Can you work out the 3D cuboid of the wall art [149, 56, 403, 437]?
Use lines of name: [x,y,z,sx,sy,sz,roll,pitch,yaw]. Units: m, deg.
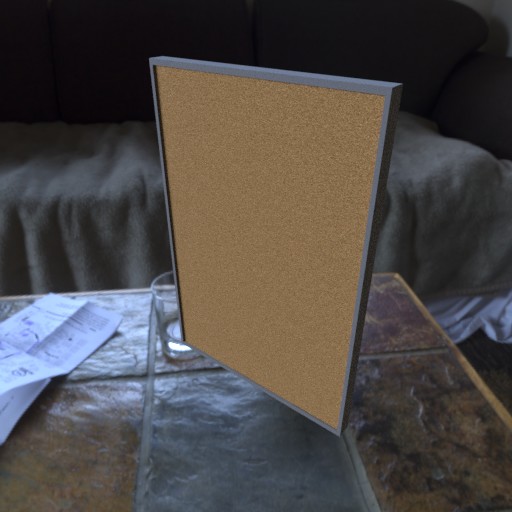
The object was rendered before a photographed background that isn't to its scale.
wall art: [0.000,0.000,0.958,0.511,0.753,0.039,22,37,32]
